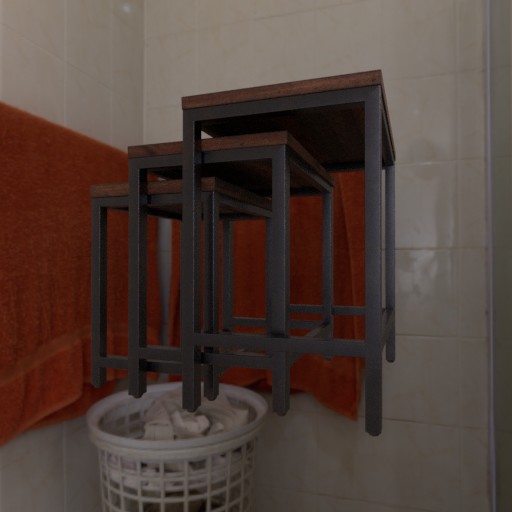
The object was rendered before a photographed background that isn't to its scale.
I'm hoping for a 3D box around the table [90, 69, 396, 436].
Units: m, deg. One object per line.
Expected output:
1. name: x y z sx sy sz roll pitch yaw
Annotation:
1. table: 0.000 0.000 1.132 0.660 0.616 0.608 0 -1 20
